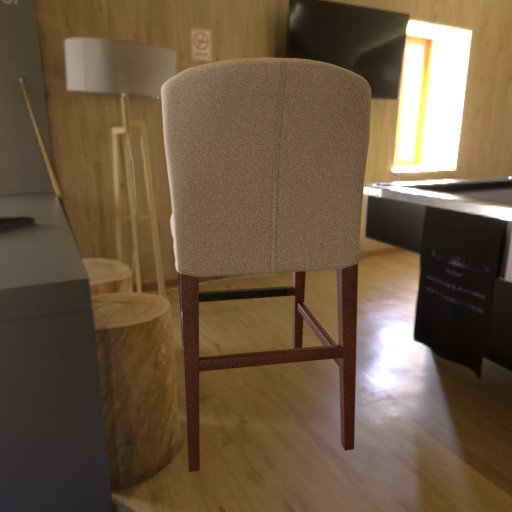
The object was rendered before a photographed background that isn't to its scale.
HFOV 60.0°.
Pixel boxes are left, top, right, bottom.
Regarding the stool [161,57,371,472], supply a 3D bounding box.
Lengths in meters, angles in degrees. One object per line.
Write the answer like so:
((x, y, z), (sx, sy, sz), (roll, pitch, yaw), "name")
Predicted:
((0.000, 0.000, 1.267), (0.479, 0.968, 0.568), (-3, 16, -10), "stool")
